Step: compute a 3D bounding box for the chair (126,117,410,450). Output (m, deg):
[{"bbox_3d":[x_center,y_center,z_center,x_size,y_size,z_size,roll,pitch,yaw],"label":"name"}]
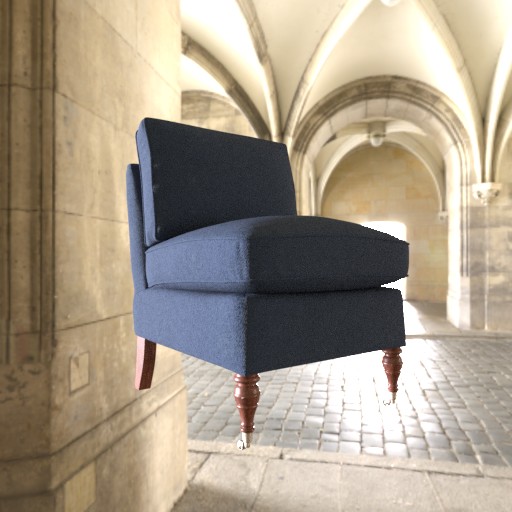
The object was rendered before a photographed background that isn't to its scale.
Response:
[{"bbox_3d":[0.000,0.000,1.669,0.724,1.052,0.912,0,-1,-36],"label":"chair"}]
